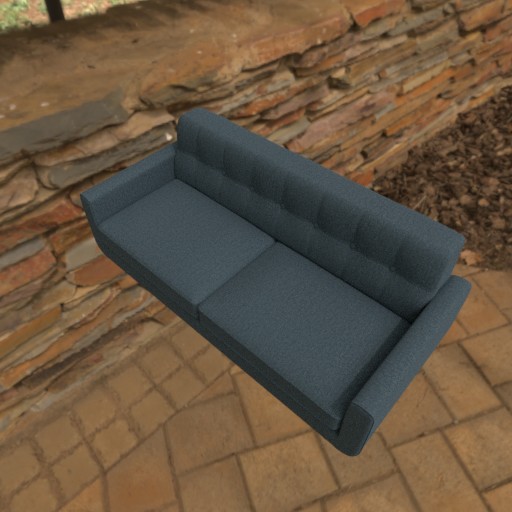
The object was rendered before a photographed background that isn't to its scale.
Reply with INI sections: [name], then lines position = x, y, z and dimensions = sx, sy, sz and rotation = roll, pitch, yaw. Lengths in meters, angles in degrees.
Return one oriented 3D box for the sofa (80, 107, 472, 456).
[sofa]
position = 0.000, 0.000, 2.523
dimensions = 2.055, 0.884, 0.942
rotation = 33, 55, 27
